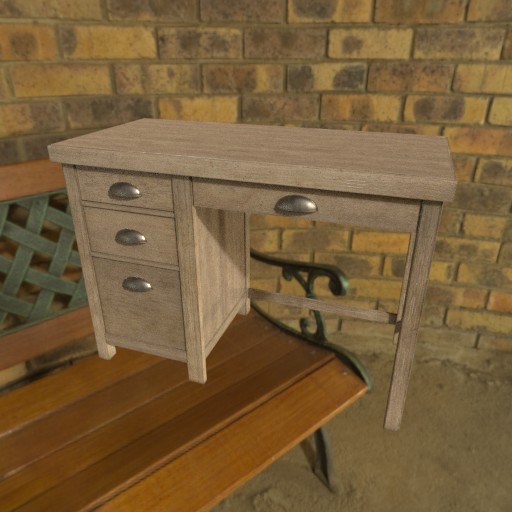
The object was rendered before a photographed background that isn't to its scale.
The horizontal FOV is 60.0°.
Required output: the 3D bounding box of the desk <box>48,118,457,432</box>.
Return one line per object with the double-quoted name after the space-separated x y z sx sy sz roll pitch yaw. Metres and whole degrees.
0.000 0.000 1.768 1.289 0.912 0.610 9 27 17 "desk"
